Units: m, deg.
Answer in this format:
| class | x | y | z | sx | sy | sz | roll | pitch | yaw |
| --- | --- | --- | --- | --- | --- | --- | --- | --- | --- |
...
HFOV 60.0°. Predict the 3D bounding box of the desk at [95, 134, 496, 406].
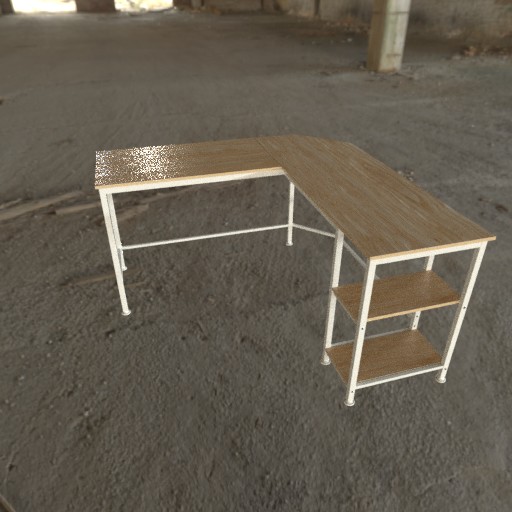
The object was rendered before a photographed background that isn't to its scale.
| class | x | y | z | sx | sy | sz | roll | pitch | yaw |
| --- | --- | --- | --- | --- | --- | --- | --- | --- | --- |
| desk | 0.000 | 0.000 | 2.170 | 1.379 | 0.739 | 1.379 | -9 | 33 | -14 |
